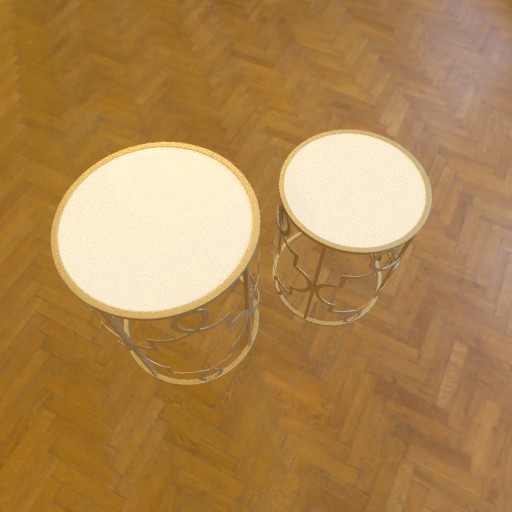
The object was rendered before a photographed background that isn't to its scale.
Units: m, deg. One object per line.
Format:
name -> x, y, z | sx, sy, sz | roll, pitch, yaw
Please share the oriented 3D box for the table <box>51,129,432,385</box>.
table -> 0.000, 0.000, 1.180 | 0.846, 0.564, 0.420 | -17, 63, -9
